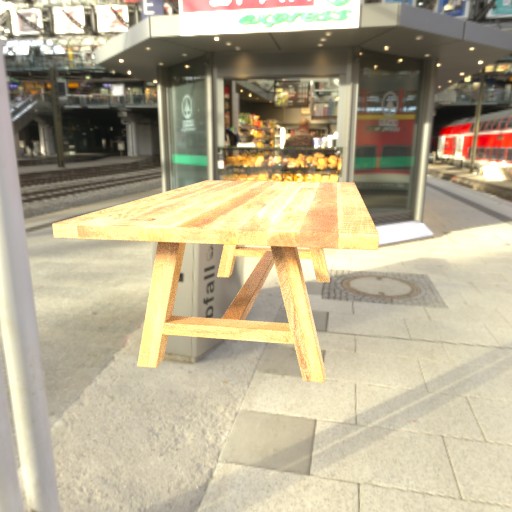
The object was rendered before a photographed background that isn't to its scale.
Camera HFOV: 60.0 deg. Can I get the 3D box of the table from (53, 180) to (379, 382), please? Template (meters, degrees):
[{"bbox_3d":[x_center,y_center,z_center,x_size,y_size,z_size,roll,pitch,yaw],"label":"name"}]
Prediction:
[{"bbox_3d":[0.000,0.000,1.683,0.760,0.455,1.320,2,14,10],"label":"table"}]
